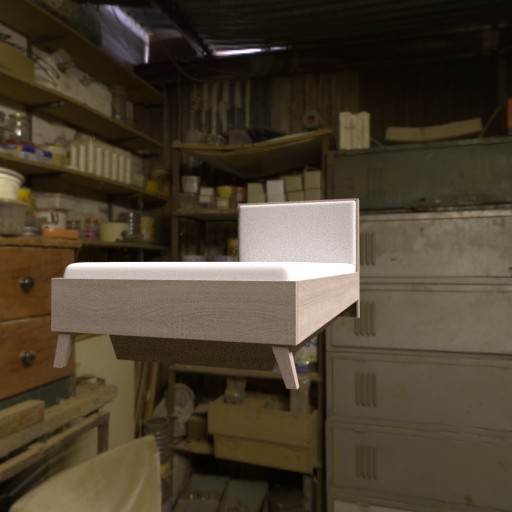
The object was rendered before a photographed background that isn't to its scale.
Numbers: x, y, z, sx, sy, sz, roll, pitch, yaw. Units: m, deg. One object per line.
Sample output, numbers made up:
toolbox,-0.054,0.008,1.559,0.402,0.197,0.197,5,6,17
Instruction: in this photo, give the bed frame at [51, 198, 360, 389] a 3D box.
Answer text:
bed frame,0.000,0.000,2.612,0.990,0.920,2.140,0,-1,18
